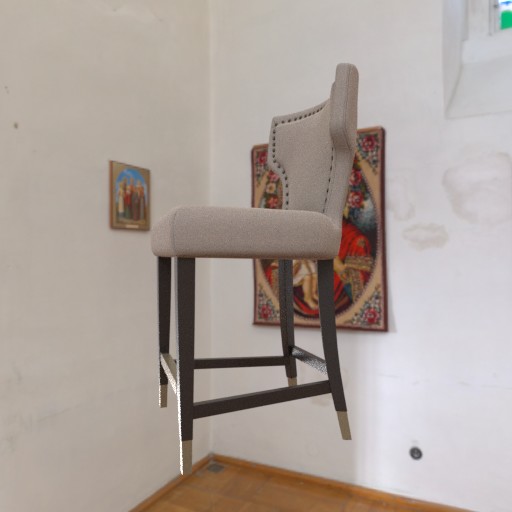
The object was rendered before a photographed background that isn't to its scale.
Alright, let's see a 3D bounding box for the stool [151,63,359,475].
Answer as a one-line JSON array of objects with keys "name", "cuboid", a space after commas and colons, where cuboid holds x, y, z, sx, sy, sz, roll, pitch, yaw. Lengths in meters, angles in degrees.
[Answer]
[{"name": "stool", "cuboid": [0.000, 0.000, 1.297, 0.563, 0.982, 0.527, 0, 0, -18]}]
